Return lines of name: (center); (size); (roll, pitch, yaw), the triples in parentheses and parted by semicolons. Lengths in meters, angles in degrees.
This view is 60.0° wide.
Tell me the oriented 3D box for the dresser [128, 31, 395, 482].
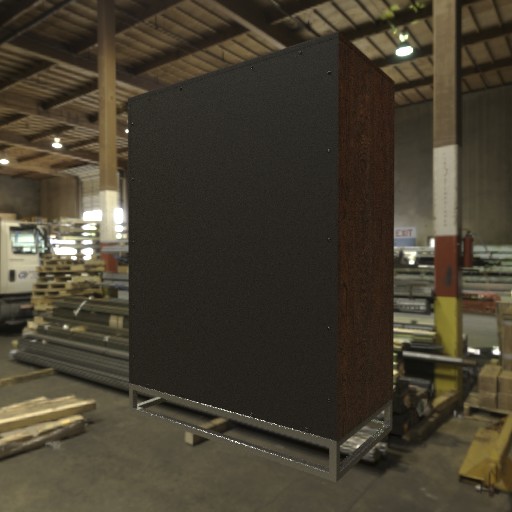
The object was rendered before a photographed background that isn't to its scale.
dresser: (0.000, 0.000, 1.784); (0.965, 1.321, 0.508); (1, 1, 36)
